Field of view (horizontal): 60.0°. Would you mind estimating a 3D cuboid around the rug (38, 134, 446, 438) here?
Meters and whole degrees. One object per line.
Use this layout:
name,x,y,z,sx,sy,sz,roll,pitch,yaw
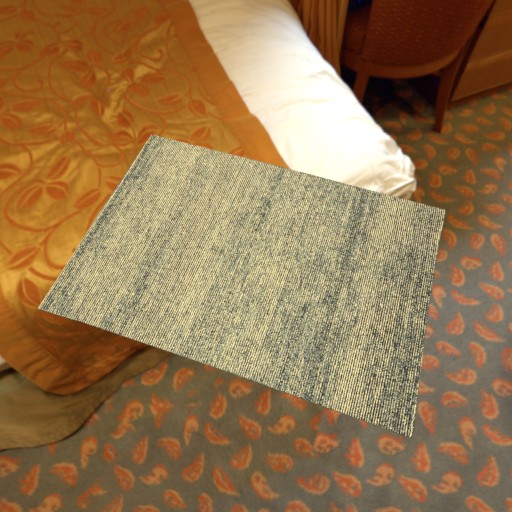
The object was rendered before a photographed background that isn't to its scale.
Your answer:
rug,0.000,0.000,2.980,2.349,0.030,1.624,17,60,10
